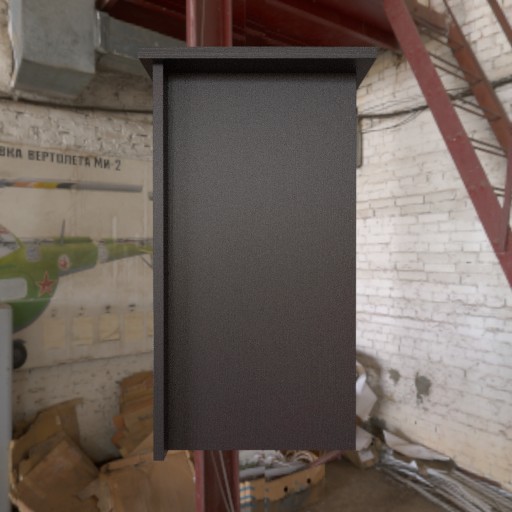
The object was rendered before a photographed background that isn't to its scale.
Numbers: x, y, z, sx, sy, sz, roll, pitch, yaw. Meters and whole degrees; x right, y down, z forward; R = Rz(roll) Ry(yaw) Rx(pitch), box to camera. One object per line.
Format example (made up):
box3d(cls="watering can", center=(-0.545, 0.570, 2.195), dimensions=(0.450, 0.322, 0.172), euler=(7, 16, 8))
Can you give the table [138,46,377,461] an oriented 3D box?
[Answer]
box3d(cls="table", center=(0.000, 0.000, 1.046), dimensions=(0.408, 0.711, 0.589), euler=(0, 0, 0))
